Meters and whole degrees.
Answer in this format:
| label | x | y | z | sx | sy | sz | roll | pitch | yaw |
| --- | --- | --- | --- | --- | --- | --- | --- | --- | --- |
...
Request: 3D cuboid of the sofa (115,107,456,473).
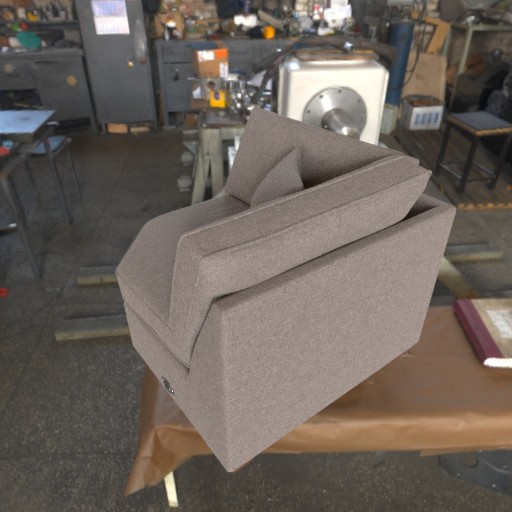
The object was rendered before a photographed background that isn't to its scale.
| label | x | y | z | sx | sy | sz | roll | pitch | yaw |
| --- | --- | --- | --- | --- | --- | --- | --- | --- | --- |
| sofa | 0.000 | 0.000 | 1.843 | 1.042 | 0.951 | 1.050 | -23 | 41 | -30 |
